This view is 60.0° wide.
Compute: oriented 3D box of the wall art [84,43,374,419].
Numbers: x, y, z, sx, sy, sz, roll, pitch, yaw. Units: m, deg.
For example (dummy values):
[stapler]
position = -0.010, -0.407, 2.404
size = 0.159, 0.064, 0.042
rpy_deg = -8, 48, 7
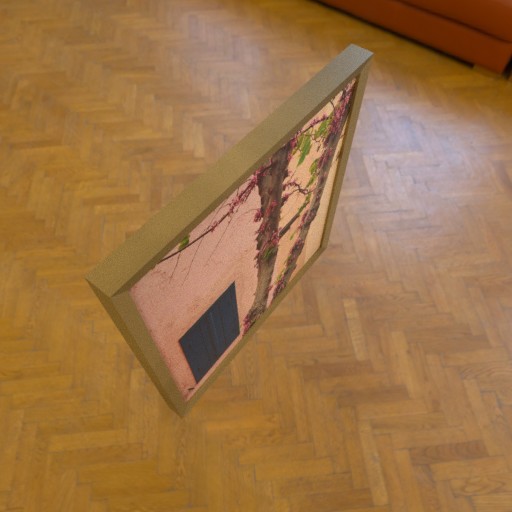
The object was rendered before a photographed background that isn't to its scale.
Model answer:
[wall art]
position = 0.000, 0.000, 0.757
size = 0.038, 0.508, 0.507
rpy_deg = 33, 63, 20
